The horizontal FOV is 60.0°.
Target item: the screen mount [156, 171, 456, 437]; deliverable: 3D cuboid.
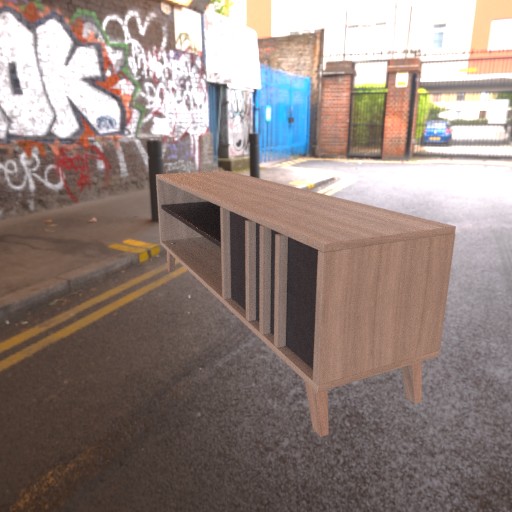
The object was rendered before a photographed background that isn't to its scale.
[{"bbox_3d":[0.000,0.000,1.749,0.401,0.509,1.500,-8,18,-25],"label":"screen mount"}]
